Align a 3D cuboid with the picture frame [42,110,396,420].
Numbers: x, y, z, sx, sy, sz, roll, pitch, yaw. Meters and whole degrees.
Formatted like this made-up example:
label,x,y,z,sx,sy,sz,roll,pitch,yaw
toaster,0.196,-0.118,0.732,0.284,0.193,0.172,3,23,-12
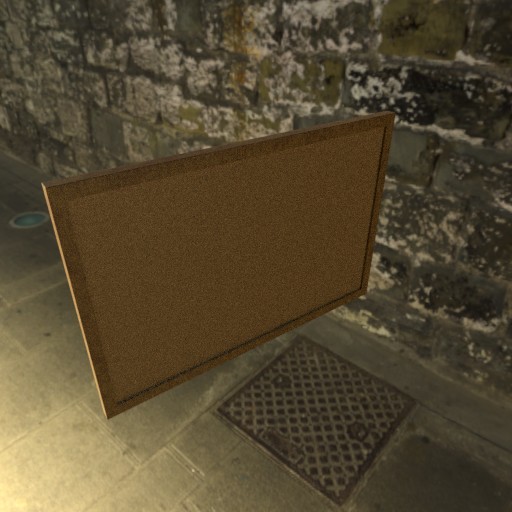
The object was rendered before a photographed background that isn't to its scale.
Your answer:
label,x,y,z,sx,sy,sz,roll,pitch,yaw
picture frame,0.000,0.000,1.176,0.922,0.621,0.029,-20,37,-29
